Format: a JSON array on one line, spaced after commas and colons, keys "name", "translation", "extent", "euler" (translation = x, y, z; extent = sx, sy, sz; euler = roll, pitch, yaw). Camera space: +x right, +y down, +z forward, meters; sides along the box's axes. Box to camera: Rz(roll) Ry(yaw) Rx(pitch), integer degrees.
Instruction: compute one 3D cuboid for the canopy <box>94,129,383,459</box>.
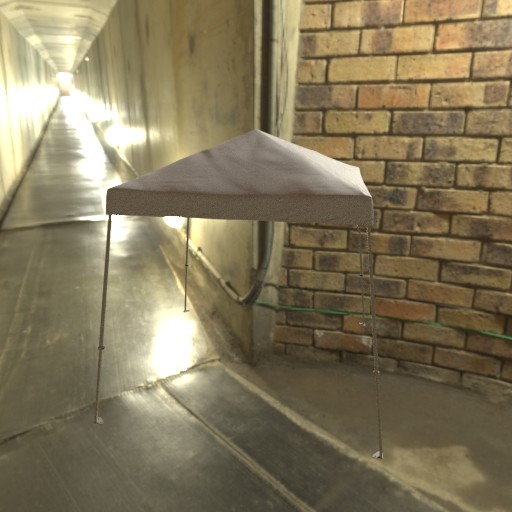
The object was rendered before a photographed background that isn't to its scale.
[{"name": "canopy", "translation": [0.000, 0.000, 6.555], "extent": [3.599, 3.600, 3.600], "euler": [3, 17, 10]}]
